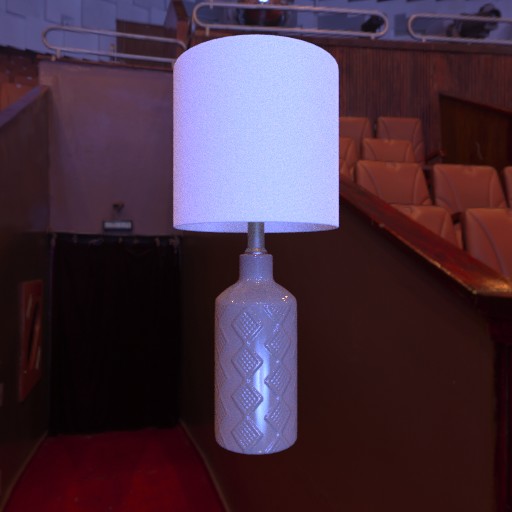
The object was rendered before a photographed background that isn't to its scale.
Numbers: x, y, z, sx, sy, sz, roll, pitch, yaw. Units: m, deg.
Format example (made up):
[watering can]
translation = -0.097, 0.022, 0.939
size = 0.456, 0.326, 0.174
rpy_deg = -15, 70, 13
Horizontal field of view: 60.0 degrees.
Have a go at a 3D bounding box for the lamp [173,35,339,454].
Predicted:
[lamp]
translation = 0.000, 0.000, 0.564
size = 0.207, 0.461, 0.207
rpy_deg = 0, 0, -19
